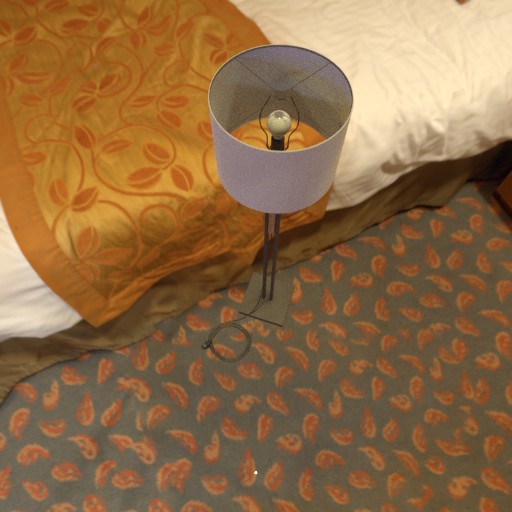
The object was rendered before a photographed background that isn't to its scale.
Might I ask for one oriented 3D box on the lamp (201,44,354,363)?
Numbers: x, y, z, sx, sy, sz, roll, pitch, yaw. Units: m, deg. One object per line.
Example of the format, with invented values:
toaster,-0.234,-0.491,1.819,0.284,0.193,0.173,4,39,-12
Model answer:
lamp,0.000,0.000,1.933,0.474,1.650,0.639,17,65,8
